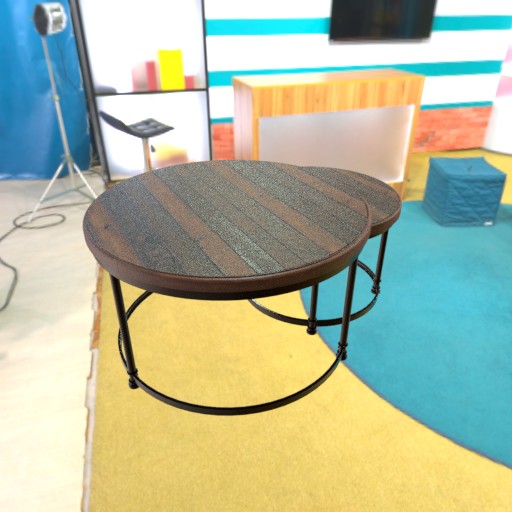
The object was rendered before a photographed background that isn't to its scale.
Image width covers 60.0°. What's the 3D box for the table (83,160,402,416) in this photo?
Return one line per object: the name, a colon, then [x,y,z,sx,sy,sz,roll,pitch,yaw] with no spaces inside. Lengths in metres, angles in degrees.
table: [0.000,0.000,1.608,0.870,0.516,1.152,20,36,31]
